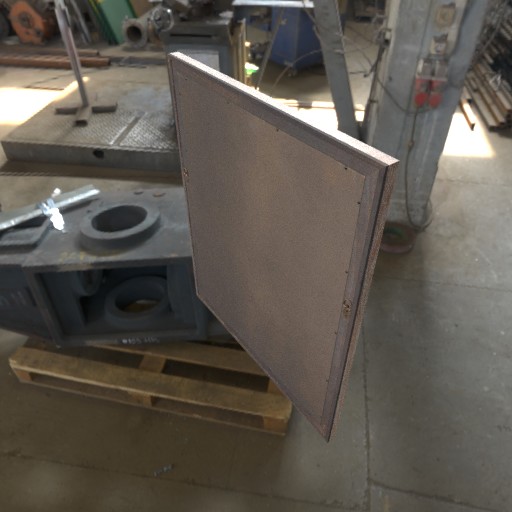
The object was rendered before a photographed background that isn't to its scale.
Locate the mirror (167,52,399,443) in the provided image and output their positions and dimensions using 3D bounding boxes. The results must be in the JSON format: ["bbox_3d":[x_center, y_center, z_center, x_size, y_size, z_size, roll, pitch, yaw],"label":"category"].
[{"bbox_3d":[0.000,0.000,1.209,0.032,0.882,0.730,-25,46,-27],"label":"mirror"}]
